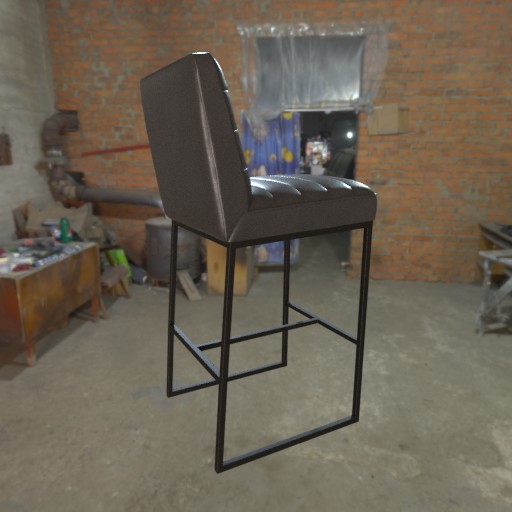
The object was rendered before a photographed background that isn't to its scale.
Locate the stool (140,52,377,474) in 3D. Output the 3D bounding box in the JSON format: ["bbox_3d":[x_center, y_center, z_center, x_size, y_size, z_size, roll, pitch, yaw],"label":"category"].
[{"bbox_3d":[0.000,0.000,1.346,0.552,1.040,0.457,-7,15,-28],"label":"stool"}]
